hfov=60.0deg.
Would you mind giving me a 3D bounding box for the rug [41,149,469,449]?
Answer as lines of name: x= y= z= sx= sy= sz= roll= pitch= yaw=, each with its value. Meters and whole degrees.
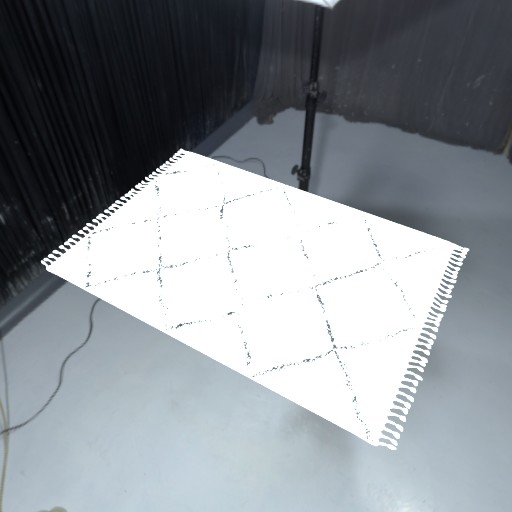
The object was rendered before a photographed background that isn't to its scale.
rug: x=0.000 y=0.000 z=2.807 sx=2.307 sy=0.031 sz=1.494 roll=23 pitch=50 yaw=20
